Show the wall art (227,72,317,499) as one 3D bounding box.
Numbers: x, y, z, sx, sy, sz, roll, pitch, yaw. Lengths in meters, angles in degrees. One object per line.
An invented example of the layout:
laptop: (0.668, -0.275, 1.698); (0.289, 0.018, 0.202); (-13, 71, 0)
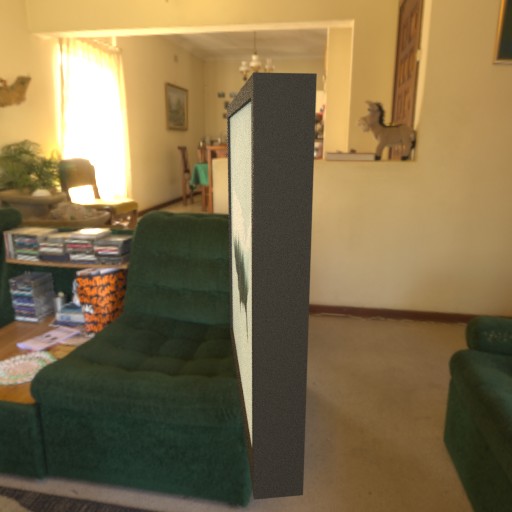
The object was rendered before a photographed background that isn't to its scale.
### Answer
wall art: (0.000, 0.000, 0.448); (0.038, 0.304, 0.304); (-2, 15, -6)
